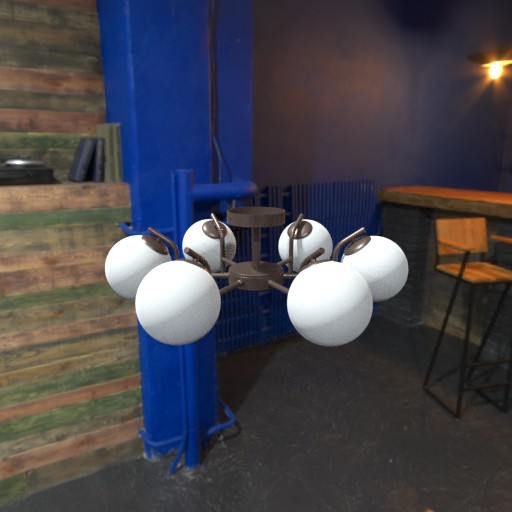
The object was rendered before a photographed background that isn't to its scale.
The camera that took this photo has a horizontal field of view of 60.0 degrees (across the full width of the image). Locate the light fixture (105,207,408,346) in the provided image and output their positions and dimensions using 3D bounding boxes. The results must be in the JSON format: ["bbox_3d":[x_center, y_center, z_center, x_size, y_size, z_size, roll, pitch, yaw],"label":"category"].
[{"bbox_3d":[0.000,0.000,0.974,0.662,0.201,0.662,0,14,0],"label":"light fixture"}]
